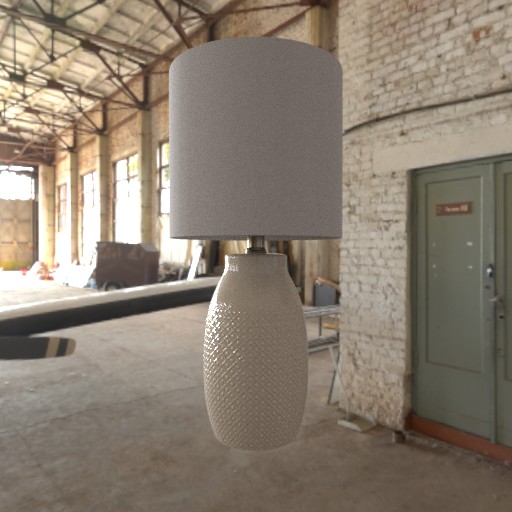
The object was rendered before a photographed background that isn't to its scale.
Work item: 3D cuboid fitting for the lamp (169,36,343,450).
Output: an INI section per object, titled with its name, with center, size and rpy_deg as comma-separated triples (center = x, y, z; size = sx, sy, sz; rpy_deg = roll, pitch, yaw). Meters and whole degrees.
[lamp]
center = 0.000, 0.000, 0.565
size = 0.217, 0.453, 0.217
rpy_deg = 0, 1, -2
